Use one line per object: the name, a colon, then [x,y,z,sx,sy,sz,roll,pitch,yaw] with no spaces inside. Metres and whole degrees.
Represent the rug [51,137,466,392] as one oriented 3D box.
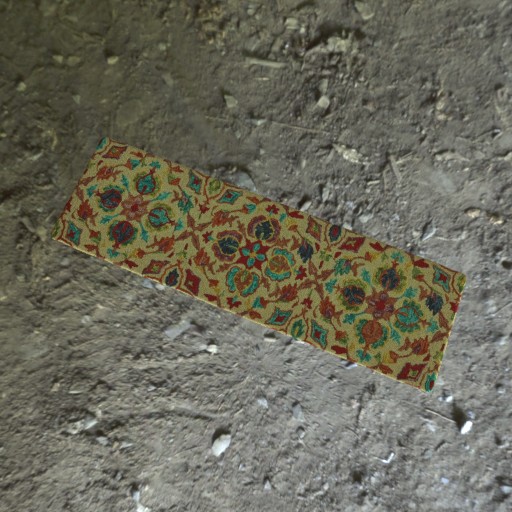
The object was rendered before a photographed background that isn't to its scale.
rug: [0.000,0.000,2.503,2.273,0.016,0.693,22,78,5]
